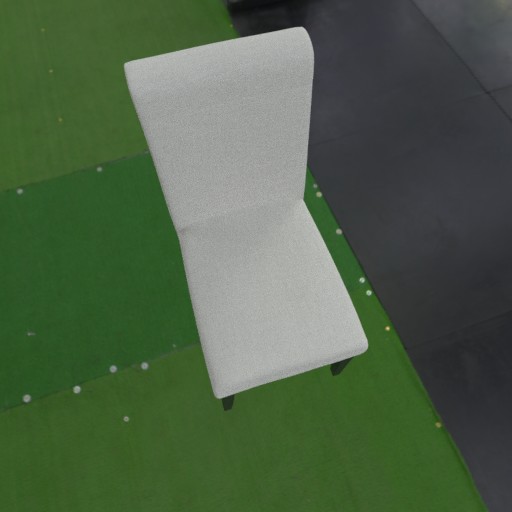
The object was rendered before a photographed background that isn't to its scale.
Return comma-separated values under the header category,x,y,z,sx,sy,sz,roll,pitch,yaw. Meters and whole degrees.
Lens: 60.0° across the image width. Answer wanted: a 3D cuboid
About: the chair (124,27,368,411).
category,x,y,z,sx,sy,sz,roll,pitch,yaw
chair,0.000,0.000,1.332,0.452,0.976,0.708,-15,64,-8
